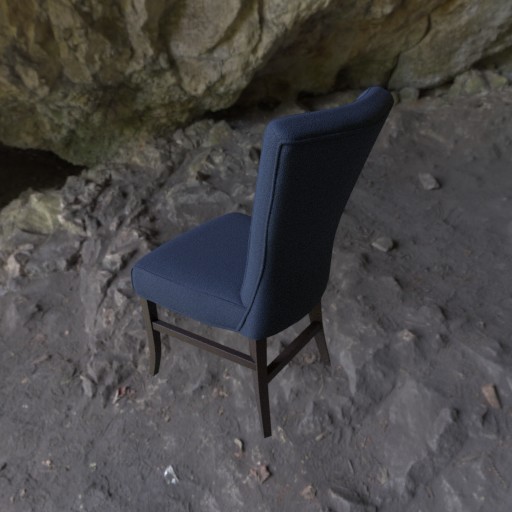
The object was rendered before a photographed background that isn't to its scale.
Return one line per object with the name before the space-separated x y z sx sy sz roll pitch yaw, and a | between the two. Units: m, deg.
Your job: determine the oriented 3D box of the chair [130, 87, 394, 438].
chair | 0.000 0.000 1.385 0.660 0.991 0.520 21 36 31
